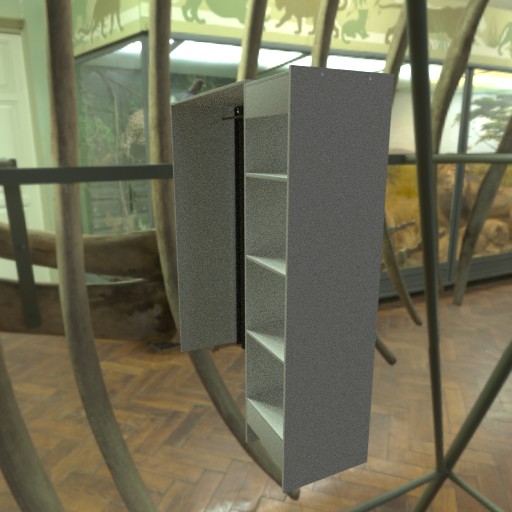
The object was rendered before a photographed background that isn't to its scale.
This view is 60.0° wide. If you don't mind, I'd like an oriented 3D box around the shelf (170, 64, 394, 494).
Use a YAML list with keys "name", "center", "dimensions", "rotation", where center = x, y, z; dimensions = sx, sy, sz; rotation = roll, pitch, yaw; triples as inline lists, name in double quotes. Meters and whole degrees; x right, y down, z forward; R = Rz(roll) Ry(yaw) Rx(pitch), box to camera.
- name: "shelf"
  center: [0.000, 0.000, 2.593]
  dimensions: [0.500, 1.810, 1.600]
  rotation: [-7, 15, -25]
